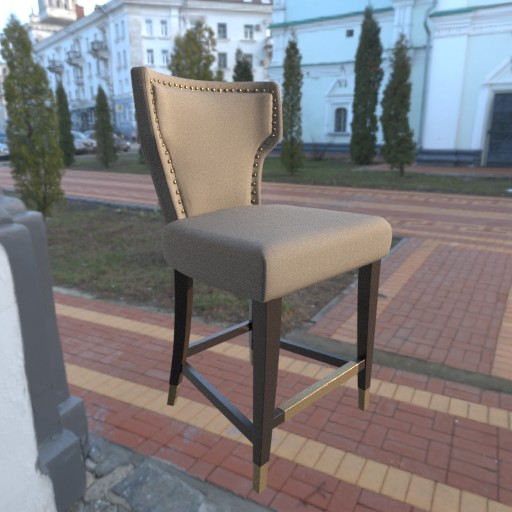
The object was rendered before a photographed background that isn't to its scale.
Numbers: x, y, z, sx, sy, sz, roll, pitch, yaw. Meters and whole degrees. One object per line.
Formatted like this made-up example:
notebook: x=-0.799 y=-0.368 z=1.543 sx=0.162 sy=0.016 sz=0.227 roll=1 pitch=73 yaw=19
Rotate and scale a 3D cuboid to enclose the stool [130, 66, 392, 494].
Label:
stool: x=0.000 y=0.000 z=1.256 sx=0.527 sy=0.982 sz=0.563 roll=-15 pitch=22 yaw=-43
